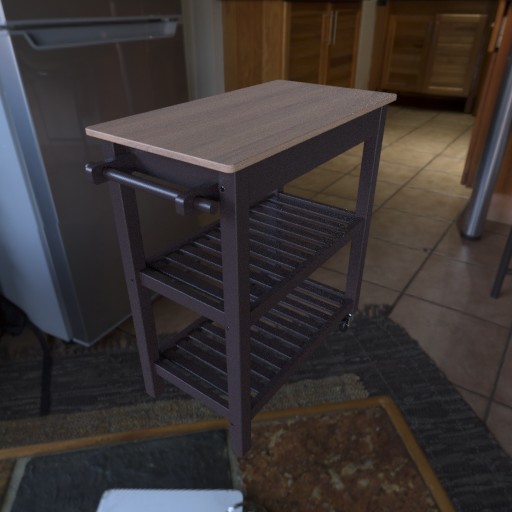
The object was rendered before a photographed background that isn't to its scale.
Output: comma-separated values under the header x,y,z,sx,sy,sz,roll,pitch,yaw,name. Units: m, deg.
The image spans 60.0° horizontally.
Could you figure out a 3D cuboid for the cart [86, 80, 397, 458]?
x,y,z,sx,sy,sz,roll,pitch,yaw,name
0.000,0.000,1.452,0.457,0.927,0.899,21,37,31,cart
